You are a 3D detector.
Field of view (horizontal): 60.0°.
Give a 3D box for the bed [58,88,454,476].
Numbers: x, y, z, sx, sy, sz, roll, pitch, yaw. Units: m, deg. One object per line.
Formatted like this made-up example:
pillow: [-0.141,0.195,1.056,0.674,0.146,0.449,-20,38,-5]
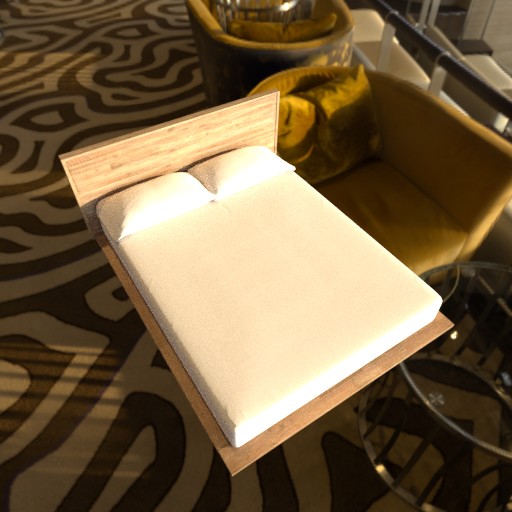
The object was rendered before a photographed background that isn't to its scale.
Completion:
bed: [0.000,0.000,3.056,1.759,1.071,2.145,-25,52,-22]
